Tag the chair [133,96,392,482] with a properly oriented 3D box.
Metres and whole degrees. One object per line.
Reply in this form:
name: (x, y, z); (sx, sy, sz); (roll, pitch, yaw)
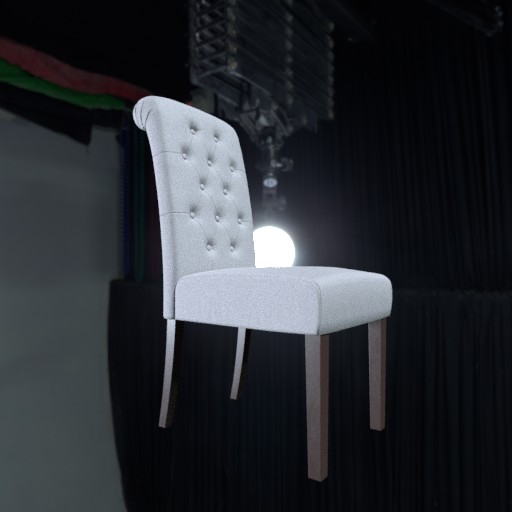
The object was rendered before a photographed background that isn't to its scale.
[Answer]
chair: (0.000, 0.000, 1.333); (0.671, 1.006, 0.456); (-1, -1, 36)
